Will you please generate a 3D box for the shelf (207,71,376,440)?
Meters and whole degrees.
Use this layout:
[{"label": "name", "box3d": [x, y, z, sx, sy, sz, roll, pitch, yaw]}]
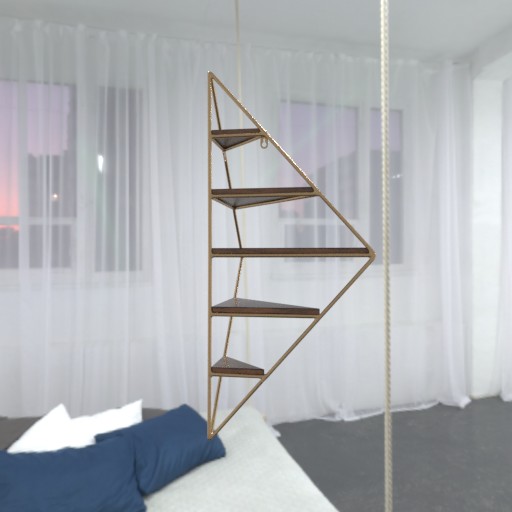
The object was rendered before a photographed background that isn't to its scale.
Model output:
[{"label": "shelf", "box3d": [0.000, 0.000, 1.181, 0.294, 0.913, 0.564, 0, 0, -36]}]
